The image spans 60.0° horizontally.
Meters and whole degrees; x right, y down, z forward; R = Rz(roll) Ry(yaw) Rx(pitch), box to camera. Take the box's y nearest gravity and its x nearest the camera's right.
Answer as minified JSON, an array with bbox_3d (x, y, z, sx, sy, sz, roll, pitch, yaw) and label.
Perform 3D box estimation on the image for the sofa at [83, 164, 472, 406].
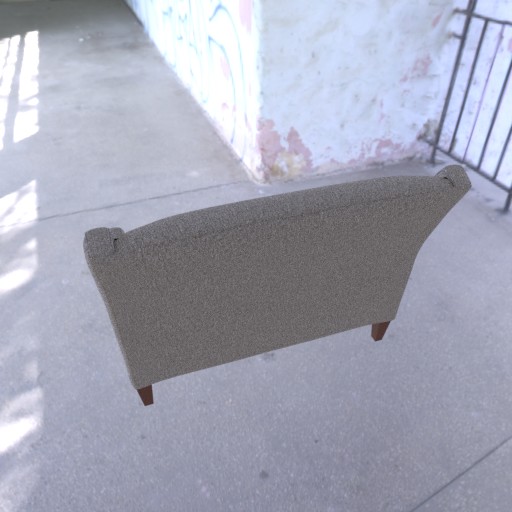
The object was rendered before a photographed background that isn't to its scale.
[{"bbox_3d":[0.000,0.000,1.908,1.242,1.026,0.862,-12,41,-14],"label":"sofa"}]
